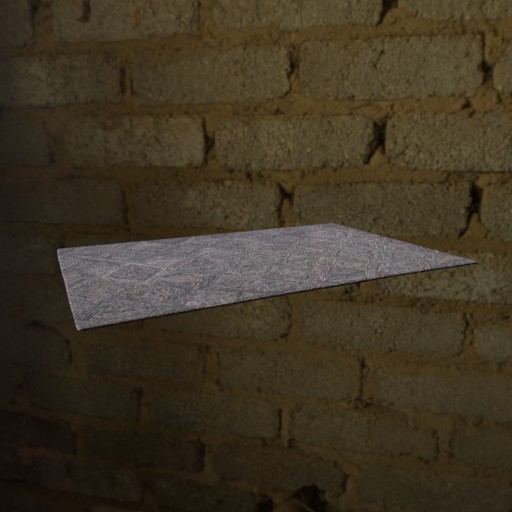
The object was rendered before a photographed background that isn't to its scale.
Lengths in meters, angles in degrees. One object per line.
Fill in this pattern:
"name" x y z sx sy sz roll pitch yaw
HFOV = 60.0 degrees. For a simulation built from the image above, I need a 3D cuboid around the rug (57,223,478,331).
"rug" 0.000 0.000 2.187 1.752 0.013 1.158 -7 16 -25
